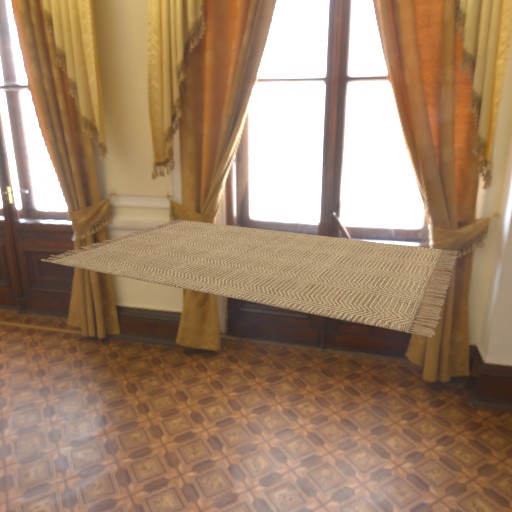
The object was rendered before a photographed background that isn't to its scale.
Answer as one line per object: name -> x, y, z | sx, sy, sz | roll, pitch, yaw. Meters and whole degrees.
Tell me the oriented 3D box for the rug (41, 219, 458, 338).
rug -> 0.000, 0.000, 3.097 | 2.523, 0.034, 1.528 | 8, 18, 26
